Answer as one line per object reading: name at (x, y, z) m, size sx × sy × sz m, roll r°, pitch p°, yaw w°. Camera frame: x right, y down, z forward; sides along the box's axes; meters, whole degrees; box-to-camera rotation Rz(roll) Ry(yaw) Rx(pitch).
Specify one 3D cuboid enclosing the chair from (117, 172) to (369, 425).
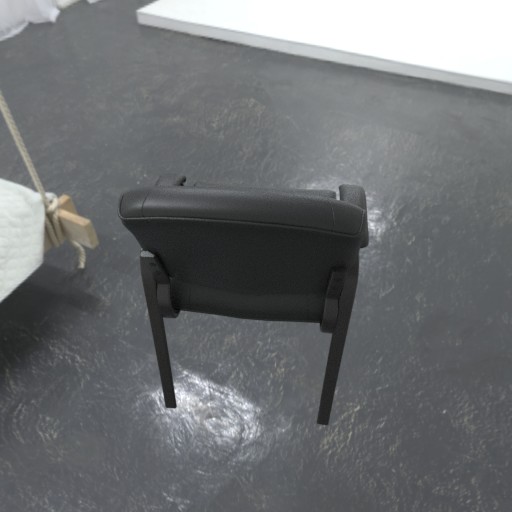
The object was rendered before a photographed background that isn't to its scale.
chair at (0.000, 0.000, 1.319) m, size 0.591 × 0.910 × 0.668 m, roll 5°, pitch 46°, yaw 4°
